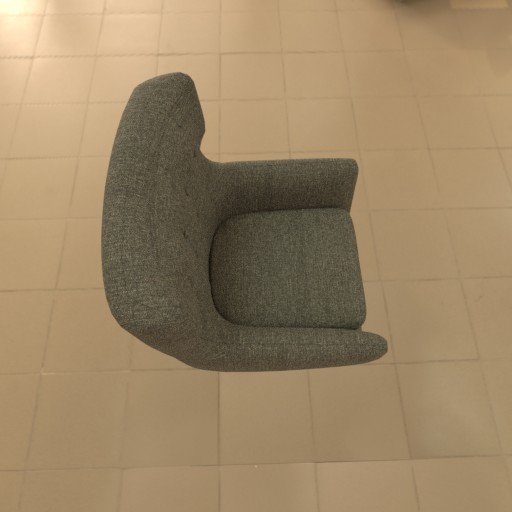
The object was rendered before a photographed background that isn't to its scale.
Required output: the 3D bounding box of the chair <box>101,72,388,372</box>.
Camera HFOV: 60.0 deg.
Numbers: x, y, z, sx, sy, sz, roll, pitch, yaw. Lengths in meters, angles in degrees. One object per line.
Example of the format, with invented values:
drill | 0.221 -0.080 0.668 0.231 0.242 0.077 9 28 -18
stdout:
chair | 0.000 0.000 1.732 0.904 1.063 0.878 -2 65 -1
